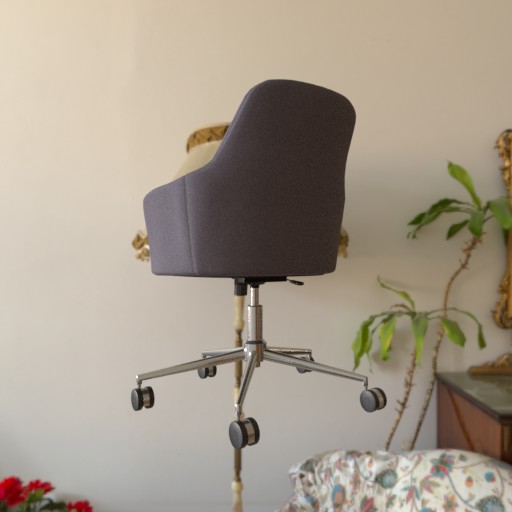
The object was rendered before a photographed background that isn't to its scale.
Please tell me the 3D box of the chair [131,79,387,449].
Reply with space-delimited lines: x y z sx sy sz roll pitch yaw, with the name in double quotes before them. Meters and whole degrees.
"chair" 0.000 0.000 1.288 0.655 0.820 0.600 0 0 -36
